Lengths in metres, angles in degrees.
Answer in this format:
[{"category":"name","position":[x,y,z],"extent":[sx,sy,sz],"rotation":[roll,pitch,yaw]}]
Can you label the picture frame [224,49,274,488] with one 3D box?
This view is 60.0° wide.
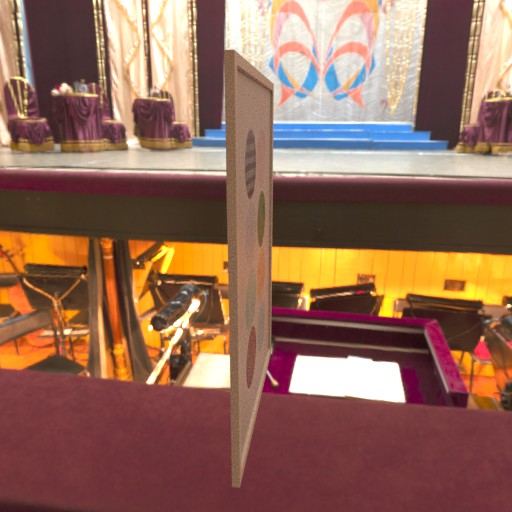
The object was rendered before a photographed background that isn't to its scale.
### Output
[{"category":"picture frame","position":[0.000,0.000,0.851],"extent":[0.013,0.657,0.457],"rotation":[2,16,8]}]
